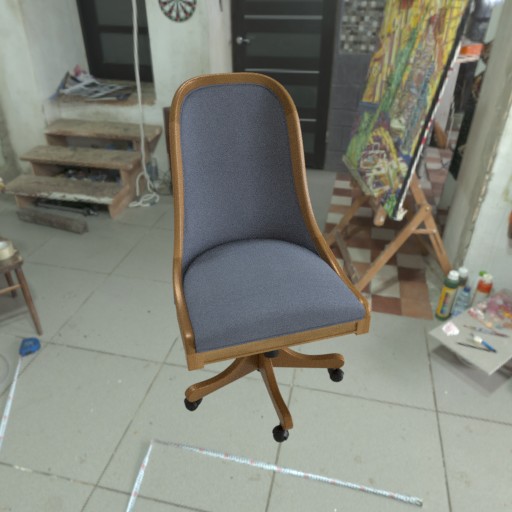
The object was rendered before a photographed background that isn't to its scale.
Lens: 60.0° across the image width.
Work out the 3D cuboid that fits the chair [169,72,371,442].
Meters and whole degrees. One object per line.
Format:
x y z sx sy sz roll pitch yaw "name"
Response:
0.000 0.000 1.485 0.605 1.031 0.735 -9 33 -14 "chair"
